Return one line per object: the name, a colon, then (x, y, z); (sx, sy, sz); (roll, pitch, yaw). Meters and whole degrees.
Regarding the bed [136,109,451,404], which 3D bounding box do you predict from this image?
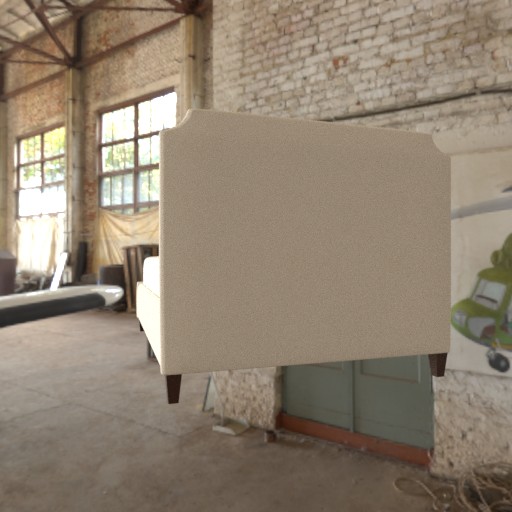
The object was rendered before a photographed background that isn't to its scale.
bed: (0.000, 0.000, 3.460); (1.712, 1.443, 2.365); (0, 0, -18)
